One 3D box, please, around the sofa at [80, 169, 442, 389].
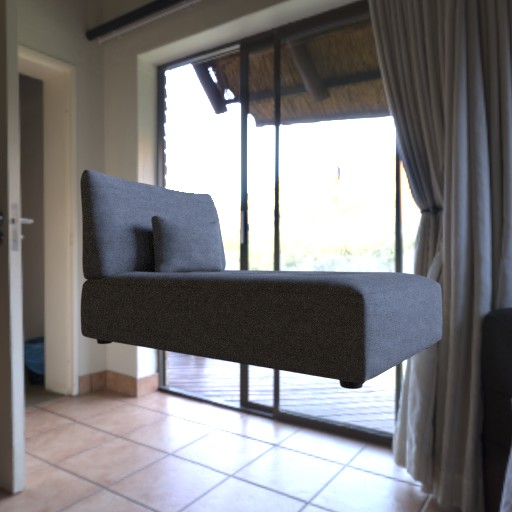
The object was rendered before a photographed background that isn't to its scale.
[{"bbox_3d":[0.000,0.000,2.049,1.450,0.820,0.930,-1,-1,36],"label":"sofa"}]
